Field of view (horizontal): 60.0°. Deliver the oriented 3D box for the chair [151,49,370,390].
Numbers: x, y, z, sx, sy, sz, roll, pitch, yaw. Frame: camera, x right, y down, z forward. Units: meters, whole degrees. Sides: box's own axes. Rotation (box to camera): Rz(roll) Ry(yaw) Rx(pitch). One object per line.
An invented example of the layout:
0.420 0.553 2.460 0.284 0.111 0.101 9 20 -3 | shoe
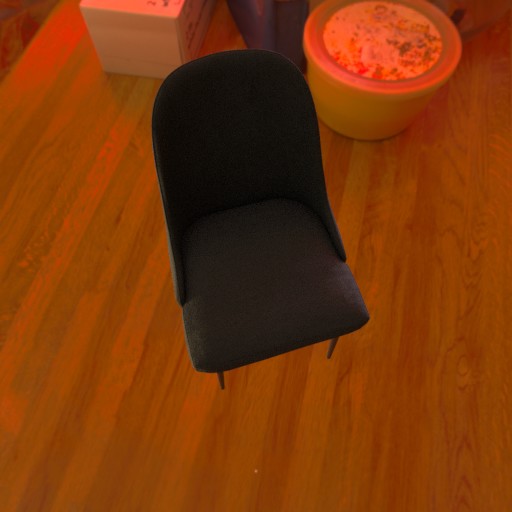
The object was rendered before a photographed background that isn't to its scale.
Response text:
0.000 0.000 1.233 0.478 0.896 0.559 -14 65 -7 | chair
